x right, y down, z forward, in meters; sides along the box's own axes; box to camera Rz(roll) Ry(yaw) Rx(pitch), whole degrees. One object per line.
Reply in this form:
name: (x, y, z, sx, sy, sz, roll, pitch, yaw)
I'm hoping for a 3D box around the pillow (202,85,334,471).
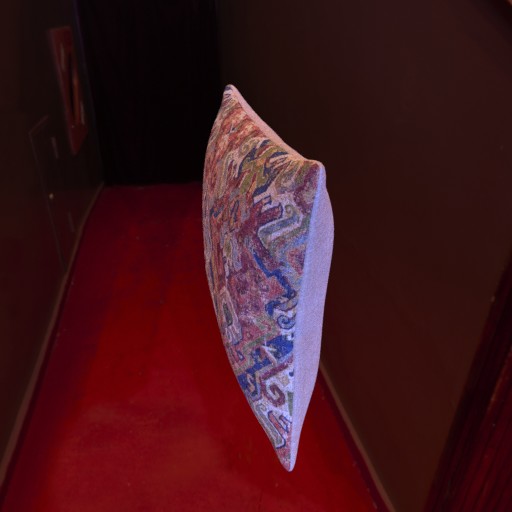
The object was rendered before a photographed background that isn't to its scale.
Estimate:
pillow: (0.000, 0.000, 0.794, 0.166, 0.506, 0.523, -7, 31, -12)
